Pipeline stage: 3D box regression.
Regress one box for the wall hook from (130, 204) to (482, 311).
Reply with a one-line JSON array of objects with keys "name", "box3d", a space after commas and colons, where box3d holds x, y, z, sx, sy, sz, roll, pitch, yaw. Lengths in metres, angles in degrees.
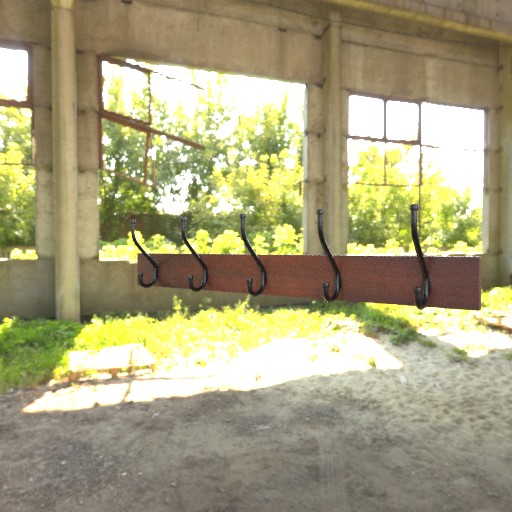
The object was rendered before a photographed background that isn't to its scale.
[{"name": "wall hook", "box3d": [0.000, 0.000, 0.634, 0.571, 0.117, 0.071, 1, 1, 36]}]
